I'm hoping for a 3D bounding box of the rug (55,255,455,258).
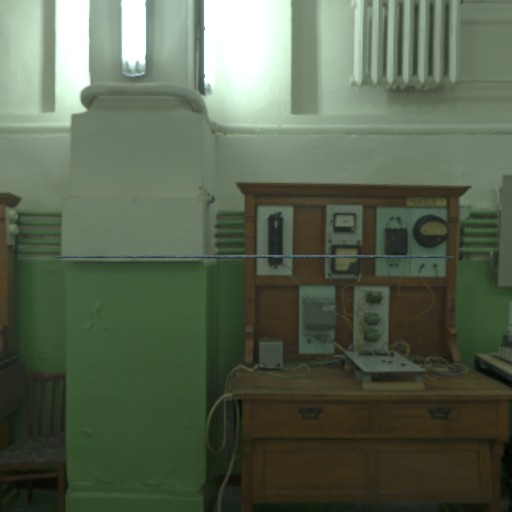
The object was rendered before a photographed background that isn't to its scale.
[{"bbox_3d":[0.000,0.000,4.229,2.337,0.013,3.291,0,0,0],"label":"rug"}]
